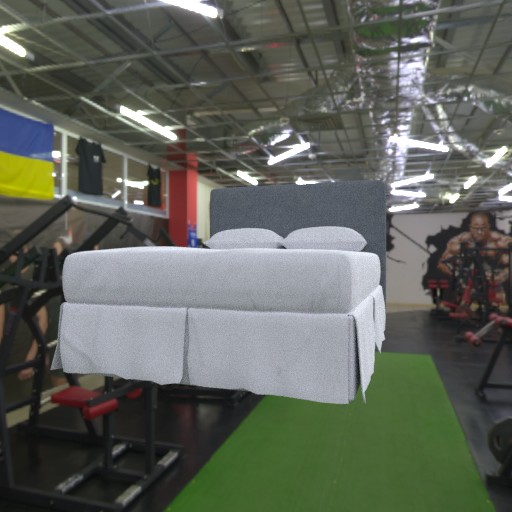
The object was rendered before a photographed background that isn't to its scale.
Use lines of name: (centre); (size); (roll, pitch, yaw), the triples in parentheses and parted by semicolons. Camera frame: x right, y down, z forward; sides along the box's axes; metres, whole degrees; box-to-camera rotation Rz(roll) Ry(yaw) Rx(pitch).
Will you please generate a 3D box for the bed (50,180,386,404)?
bed: (0.000, 0.000, 3.153); (1.713, 1.330, 2.142); (0, 0, 19)
